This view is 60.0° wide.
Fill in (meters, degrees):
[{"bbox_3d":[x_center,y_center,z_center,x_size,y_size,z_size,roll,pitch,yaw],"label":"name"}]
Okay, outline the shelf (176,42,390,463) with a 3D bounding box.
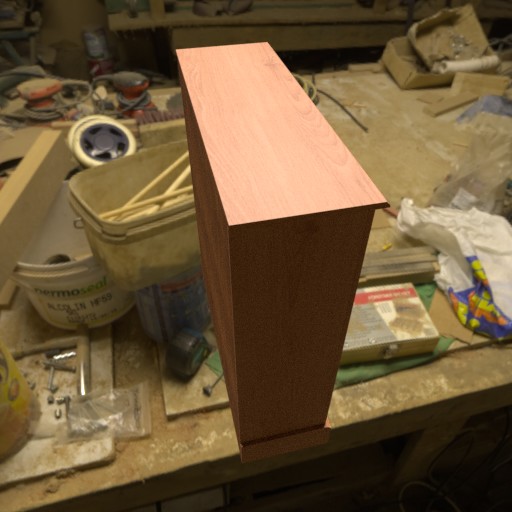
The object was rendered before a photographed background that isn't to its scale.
[{"bbox_3d":[0.000,0.000,1.384,0.291,0.980,0.840,-9,44,-10],"label":"shelf"}]
